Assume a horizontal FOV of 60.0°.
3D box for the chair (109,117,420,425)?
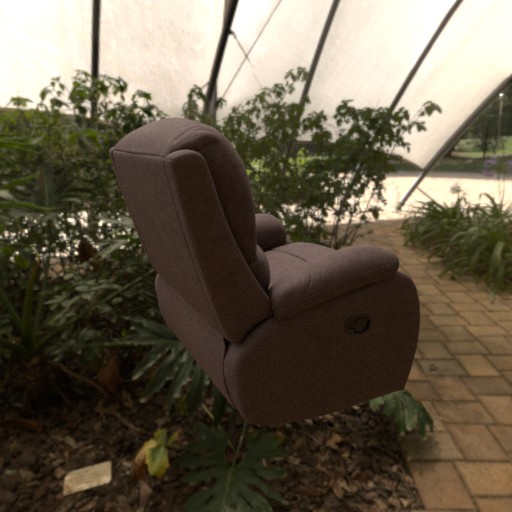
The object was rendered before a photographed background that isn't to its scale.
[{"bbox_3d":[0.000,0.000,1.717,0.899,1.011,0.930,-8,17,-26],"label":"chair"}]
